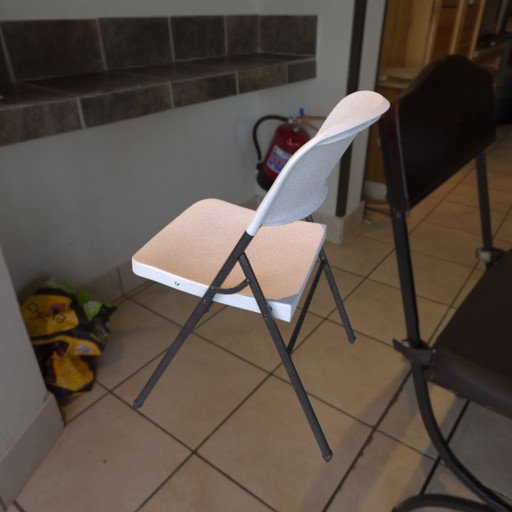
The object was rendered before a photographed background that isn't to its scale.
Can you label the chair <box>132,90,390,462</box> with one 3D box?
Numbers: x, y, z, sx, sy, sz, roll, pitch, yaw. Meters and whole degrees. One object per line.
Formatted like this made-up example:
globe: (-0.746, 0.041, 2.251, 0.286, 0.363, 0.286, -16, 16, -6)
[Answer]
chair: (0.000, 0.000, 1.162, 0.566, 0.810, 0.494, 9, 30, 16)
